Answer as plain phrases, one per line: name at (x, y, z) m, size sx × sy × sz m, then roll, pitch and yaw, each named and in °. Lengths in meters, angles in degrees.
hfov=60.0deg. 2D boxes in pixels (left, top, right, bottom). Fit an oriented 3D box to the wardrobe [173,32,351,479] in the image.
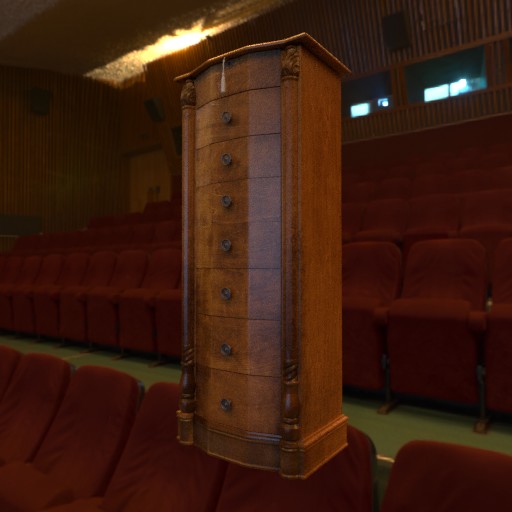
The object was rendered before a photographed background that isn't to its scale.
wardrobe at (0.000, 0.000, 1.138) m, size 0.406 × 0.959 × 0.273 m, roll -1°, pitch -1°, yaw 36°
